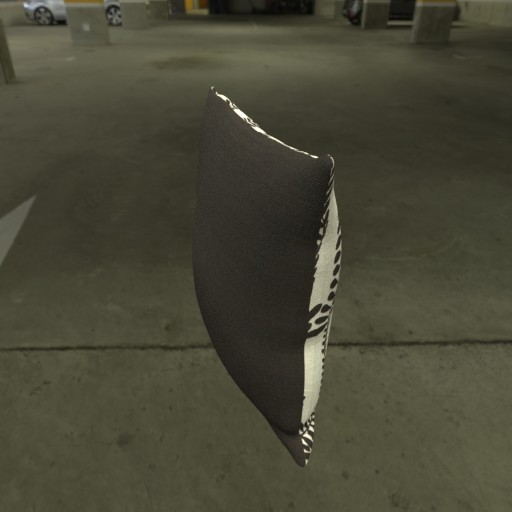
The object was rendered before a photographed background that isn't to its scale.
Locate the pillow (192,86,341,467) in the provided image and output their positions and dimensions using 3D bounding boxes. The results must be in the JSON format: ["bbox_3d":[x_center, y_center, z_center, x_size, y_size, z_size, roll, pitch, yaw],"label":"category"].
[{"bbox_3d":[0.000,0.000,0.684,0.182,0.441,0.440,-10,32,-17],"label":"pillow"}]
